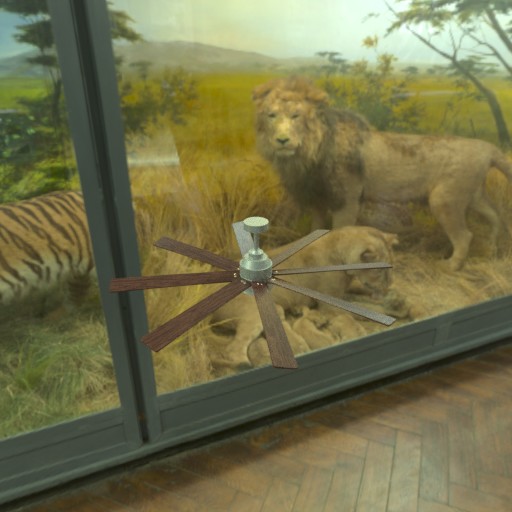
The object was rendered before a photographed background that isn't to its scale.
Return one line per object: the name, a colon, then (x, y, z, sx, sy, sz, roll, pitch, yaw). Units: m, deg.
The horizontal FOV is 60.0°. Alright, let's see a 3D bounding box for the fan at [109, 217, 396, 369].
fan: (0.000, 0.000, 2.815, 1.830, 0.472, 1.830, 18, 31, 32)
